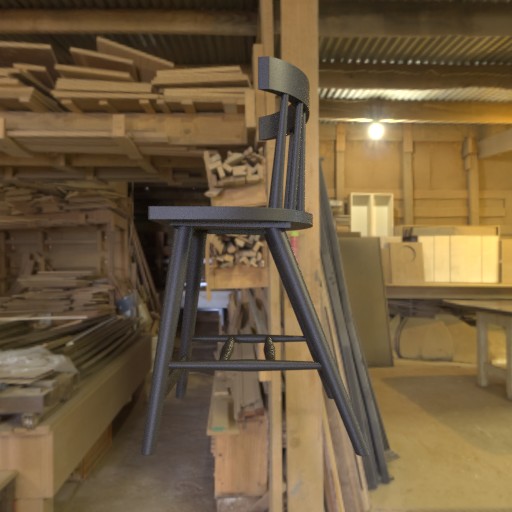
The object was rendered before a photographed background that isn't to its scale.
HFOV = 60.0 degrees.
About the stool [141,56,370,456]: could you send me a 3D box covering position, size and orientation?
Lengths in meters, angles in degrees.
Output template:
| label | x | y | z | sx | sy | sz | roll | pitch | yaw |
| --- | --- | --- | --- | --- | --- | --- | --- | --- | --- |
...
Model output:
| label | x | y | z | sx | sy | sz | roll | pitch | yaw |
| --- | --- | --- | --- | --- | --- | --- | --- | --- | --- |
| stool | 0.000 | 0.000 | 1.286 | 0.549 | 0.953 | 0.494 | 0 | -1 | 1 |
